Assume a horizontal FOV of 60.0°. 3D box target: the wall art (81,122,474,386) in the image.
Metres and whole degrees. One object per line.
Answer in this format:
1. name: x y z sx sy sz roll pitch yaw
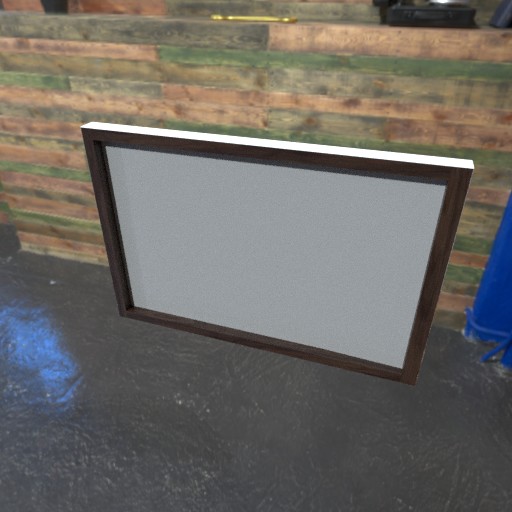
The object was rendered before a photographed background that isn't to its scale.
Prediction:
1. wall art: 0.000 0.000 1.167 0.914 0.610 0.050 10 33 16
